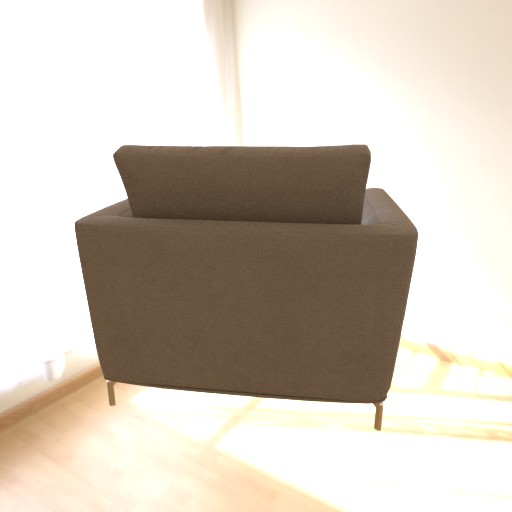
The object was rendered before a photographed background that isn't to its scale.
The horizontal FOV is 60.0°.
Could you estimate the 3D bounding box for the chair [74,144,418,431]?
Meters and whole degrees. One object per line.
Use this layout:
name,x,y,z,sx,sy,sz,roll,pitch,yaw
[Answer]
chair,0.000,0.000,1.692,1.041,0.864,0.889,2,17,8
